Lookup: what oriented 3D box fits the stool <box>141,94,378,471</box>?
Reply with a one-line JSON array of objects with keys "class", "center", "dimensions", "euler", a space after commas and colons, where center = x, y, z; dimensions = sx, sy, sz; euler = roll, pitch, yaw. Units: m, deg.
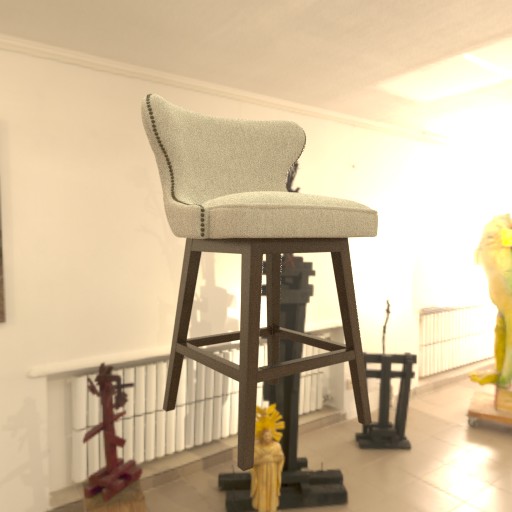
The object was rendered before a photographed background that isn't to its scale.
[{"class": "stool", "center": [0.000, 0.000, 1.353], "dimensions": [0.615, 0.972, 0.597], "euler": [-2, 3, -36]}]
